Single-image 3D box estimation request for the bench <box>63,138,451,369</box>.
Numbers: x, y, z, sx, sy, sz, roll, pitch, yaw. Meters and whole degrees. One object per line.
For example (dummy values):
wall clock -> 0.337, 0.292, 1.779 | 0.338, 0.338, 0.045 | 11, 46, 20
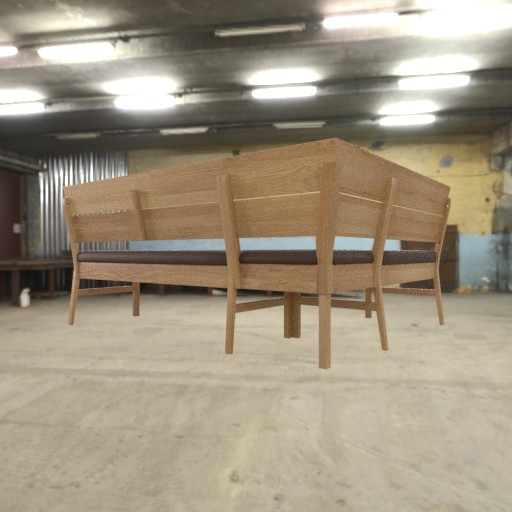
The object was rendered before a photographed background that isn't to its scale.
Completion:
bench -> 0.000, 0.000, 2.827 | 1.975, 0.890, 1.549 | 0, 1, 37
